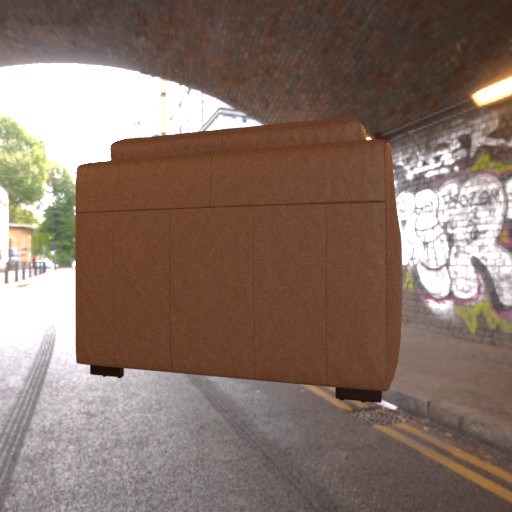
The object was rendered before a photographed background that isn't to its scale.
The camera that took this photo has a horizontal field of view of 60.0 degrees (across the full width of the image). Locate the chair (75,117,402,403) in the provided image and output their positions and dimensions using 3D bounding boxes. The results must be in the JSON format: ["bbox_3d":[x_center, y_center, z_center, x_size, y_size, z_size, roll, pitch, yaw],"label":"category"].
[{"bbox_3d":[0.000,0.000,2.035,1.276,0.978,1.050,0,0,18],"label":"chair"}]
